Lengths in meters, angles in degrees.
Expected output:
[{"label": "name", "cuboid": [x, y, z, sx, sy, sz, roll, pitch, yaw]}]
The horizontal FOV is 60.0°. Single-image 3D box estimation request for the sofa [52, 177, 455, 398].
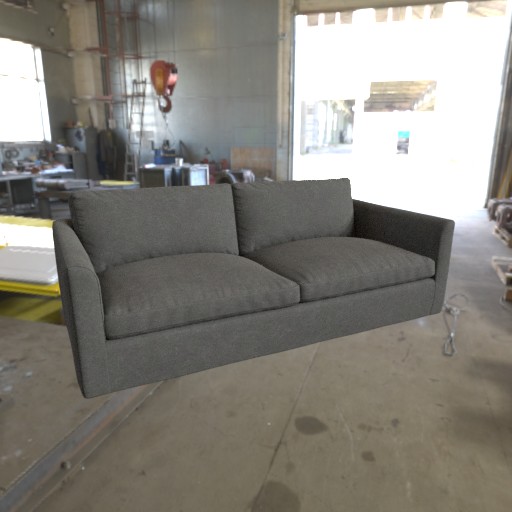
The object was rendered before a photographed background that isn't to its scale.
[{"label": "sofa", "cuboid": [0.000, 0.000, 2.769, 2.257, 0.838, 1.092, -8, 17, -26]}]
